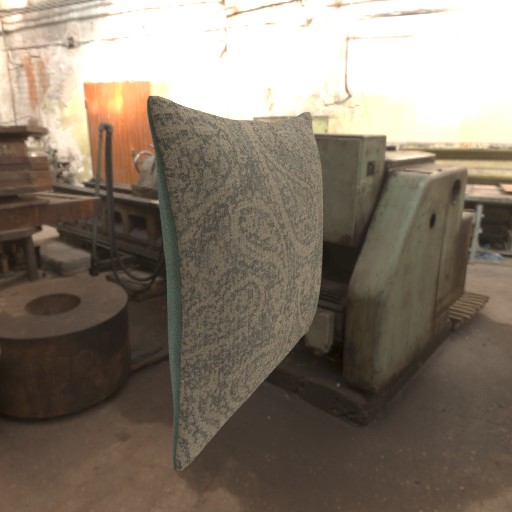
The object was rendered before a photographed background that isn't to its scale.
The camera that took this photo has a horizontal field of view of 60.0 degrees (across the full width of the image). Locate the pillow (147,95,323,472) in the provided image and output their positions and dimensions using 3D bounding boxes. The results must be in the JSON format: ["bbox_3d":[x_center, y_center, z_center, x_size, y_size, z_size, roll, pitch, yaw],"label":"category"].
[{"bbox_3d":[0.000,0.000,0.787,0.166,0.507,0.526,8,17,25],"label":"pillow"}]
